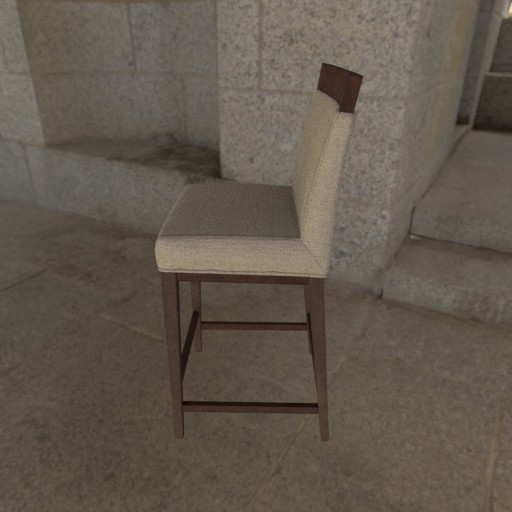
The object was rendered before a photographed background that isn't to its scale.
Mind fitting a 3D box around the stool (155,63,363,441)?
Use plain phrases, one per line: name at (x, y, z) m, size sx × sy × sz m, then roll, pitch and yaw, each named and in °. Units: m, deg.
stool at (0.000, 0.000, 1.422) m, size 0.531 × 1.117 × 0.511 m, roll 1°, pitch 26°, yaw 1°
